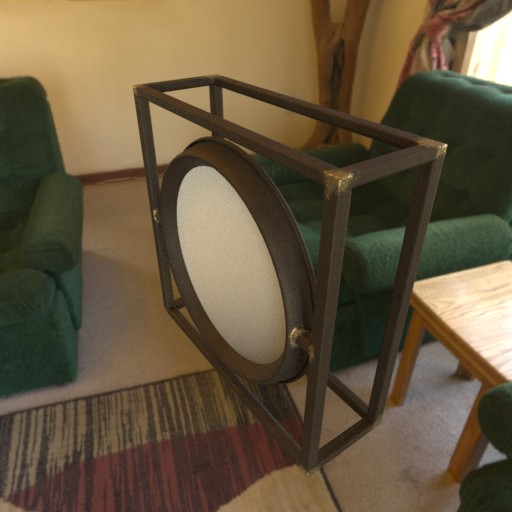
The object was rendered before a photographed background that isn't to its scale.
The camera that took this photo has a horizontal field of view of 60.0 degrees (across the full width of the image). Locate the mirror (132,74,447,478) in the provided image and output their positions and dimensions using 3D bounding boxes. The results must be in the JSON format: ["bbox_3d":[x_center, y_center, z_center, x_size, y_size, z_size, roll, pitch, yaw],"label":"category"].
[{"bbox_3d":[0.000,0.000,0.467,0.107,0.303,0.306,-21,38,-29],"label":"mirror"}]
